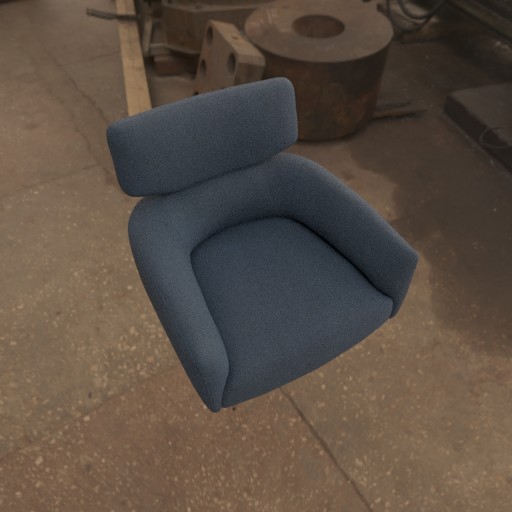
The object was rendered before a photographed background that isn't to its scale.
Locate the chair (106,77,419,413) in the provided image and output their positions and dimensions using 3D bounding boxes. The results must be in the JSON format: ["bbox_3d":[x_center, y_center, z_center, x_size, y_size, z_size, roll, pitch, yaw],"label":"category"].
[{"bbox_3d":[0.000,0.000,1.446,0.738,0.813,0.761,-23,51,-20],"label":"chair"}]
